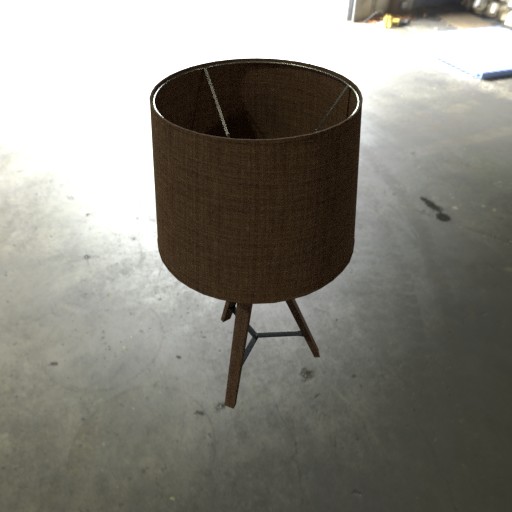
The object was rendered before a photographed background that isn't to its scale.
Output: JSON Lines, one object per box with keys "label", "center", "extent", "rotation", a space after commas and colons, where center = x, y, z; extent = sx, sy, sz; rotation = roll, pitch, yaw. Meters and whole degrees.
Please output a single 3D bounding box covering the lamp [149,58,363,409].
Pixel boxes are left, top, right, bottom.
{"label": "lamp", "center": [0.000, 0.000, 0.692], "extent": [0.290, 0.514, 0.290], "rotation": [0, 41, 0]}
